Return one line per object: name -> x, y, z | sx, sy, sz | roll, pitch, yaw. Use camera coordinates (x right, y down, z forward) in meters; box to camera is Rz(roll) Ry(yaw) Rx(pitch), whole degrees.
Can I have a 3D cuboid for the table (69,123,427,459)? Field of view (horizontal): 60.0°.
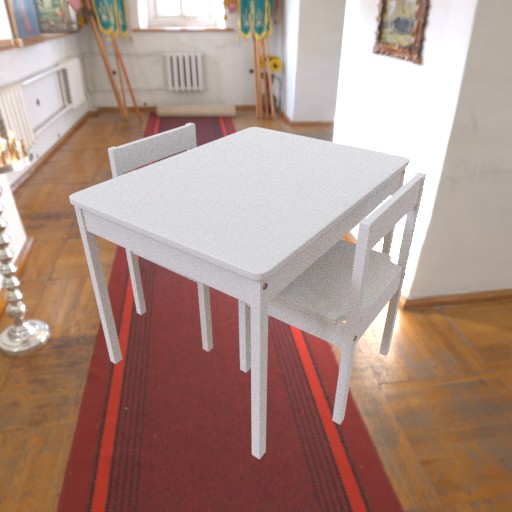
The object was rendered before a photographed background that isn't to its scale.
table -> 0.000, 0.000, 1.119 | 0.672, 0.503, 0.650 | 21, 37, 30
